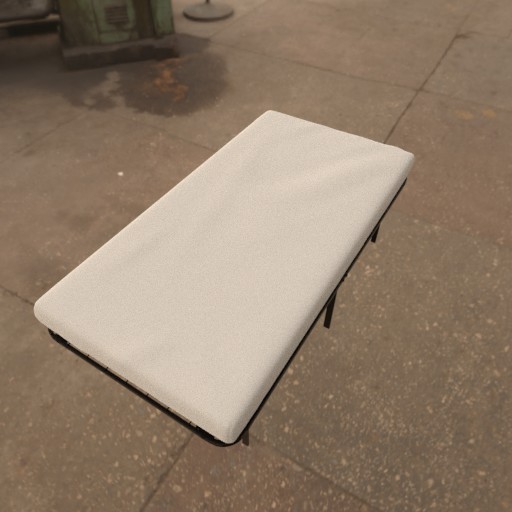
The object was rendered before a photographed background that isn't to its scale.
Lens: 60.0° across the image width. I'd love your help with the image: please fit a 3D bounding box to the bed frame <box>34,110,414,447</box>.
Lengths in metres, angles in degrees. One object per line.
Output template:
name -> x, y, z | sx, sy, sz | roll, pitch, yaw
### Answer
bed frame -> 0.000, 0.000, 2.345 | 0.989, 0.619, 1.903 | 24, 51, 21
